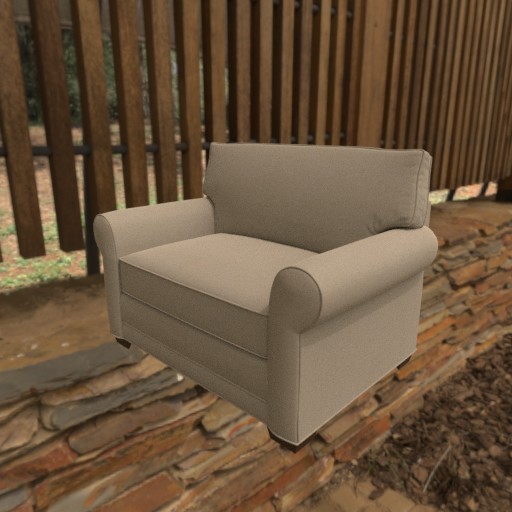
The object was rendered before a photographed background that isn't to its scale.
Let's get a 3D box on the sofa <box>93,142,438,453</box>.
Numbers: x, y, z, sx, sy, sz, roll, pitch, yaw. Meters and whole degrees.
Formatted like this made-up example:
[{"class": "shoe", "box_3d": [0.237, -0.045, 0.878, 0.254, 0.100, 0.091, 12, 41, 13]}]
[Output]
[{"class": "sofa", "box_3d": [0.000, 0.000, 2.090, 1.405, 1.006, 0.937, 15, 22, 42]}]
